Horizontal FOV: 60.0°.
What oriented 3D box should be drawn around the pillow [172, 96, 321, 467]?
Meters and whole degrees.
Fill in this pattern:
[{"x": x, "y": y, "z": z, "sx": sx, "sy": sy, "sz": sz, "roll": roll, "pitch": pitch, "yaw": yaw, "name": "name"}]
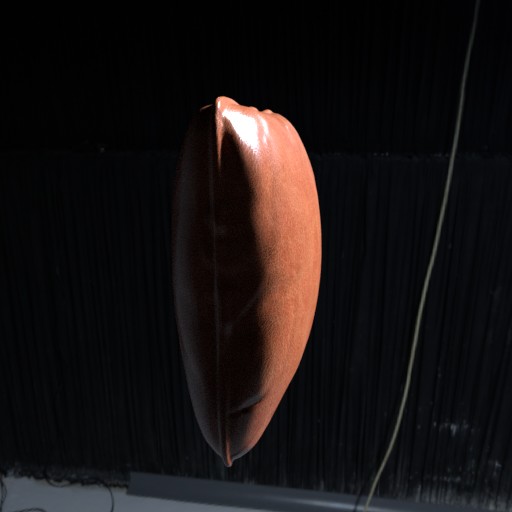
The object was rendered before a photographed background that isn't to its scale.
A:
[{"x": 0.000, "y": 0.000, "z": 0.811, "sx": 0.236, "sy": 0.523, "sz": 0.532, "roll": 3, "pitch": 16, "yaw": 9, "name": "pillow"}]
